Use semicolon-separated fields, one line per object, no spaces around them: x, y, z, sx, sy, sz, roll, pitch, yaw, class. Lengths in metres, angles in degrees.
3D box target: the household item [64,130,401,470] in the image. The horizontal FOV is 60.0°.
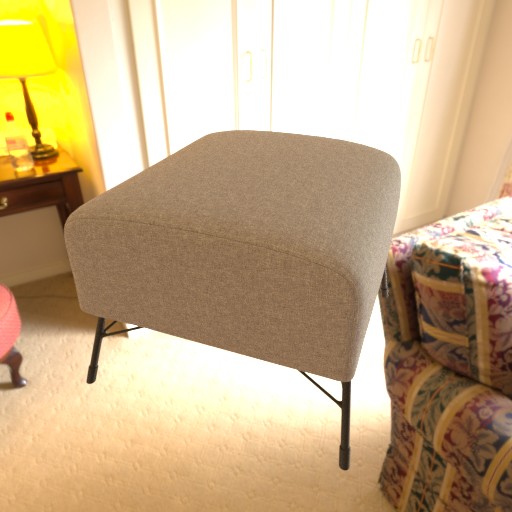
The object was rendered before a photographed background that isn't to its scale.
0.000;0.000;0.911;0.530;0.410;0.530;11;33;18;household item
